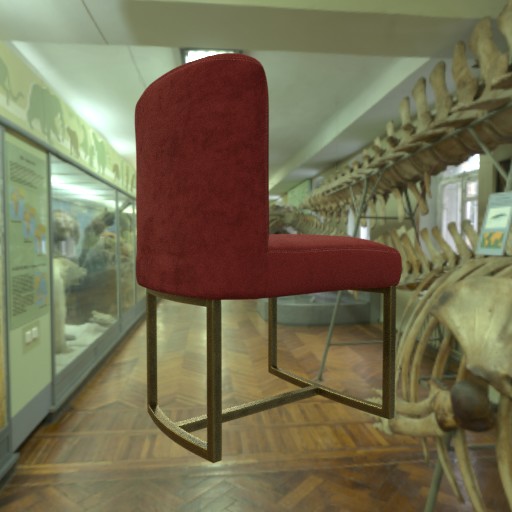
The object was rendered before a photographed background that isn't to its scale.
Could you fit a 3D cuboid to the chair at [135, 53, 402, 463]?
[{"bbox_3d":[0.000,0.000,1.161,0.560,0.824,0.530,-2,3,-37],"label":"chair"}]
